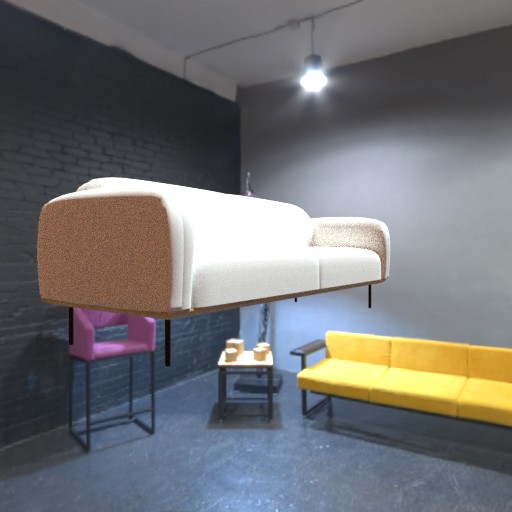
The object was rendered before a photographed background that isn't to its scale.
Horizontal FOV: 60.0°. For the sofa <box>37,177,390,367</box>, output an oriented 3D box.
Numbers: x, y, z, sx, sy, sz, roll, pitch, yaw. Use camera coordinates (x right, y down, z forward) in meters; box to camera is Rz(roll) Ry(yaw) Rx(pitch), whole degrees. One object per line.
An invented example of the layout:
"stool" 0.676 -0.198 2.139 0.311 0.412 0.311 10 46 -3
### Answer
"sofa" 0.000 0.000 2.607 0.870 0.780 2.280 1 1 36
